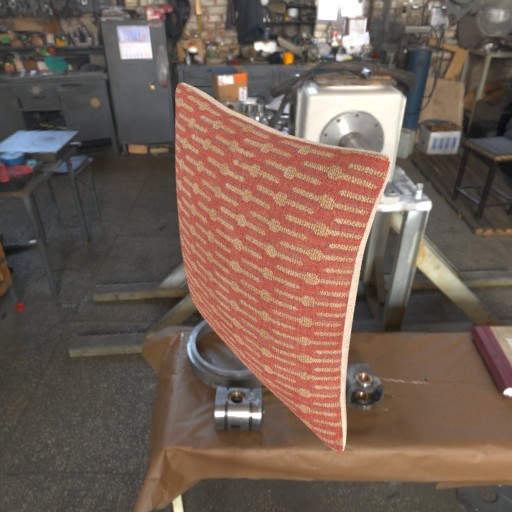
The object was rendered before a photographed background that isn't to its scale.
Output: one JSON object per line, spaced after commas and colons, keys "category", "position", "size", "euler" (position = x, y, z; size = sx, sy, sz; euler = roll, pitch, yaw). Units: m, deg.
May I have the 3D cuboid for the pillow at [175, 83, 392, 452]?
{"category": "pillow", "position": [0.000, 0.000, 0.780], "size": [0.182, 0.503, 0.511], "euler": [-20, 37, -29]}
